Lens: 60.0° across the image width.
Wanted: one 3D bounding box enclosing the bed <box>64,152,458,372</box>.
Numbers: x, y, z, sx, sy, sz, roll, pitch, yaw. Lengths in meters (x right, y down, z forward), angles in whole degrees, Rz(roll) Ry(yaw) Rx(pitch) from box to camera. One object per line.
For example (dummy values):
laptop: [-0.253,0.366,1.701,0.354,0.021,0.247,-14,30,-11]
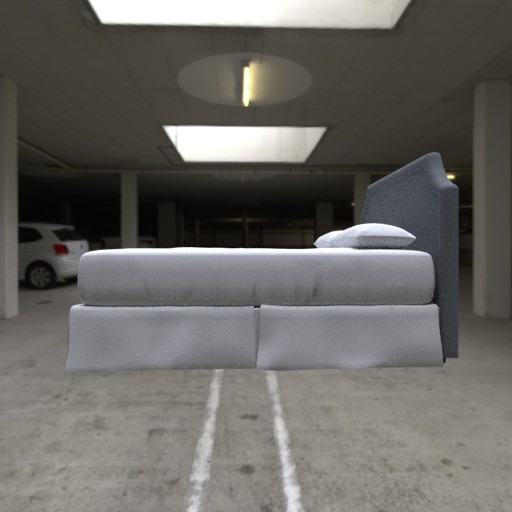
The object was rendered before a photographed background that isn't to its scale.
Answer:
bed: [0.000,0.000,3.372,2.259,1.296,1.811,0,0,-2]
